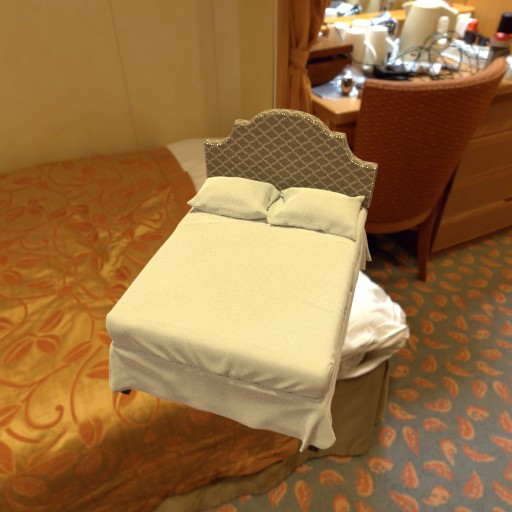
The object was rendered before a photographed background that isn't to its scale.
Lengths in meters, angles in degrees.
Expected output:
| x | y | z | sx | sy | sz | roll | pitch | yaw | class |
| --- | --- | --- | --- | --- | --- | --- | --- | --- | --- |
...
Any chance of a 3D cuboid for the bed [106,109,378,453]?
| x | y | z | sx | sy | sz | roll | pitch | yaw | class |
| --- | --- | --- | --- | --- | --- | --- | --- | --- | --- |
| 0.000 | 0.000 | 3.504 | 1.780 | 1.633 | 2.222 | 12 | 41 | 14 | bed |
